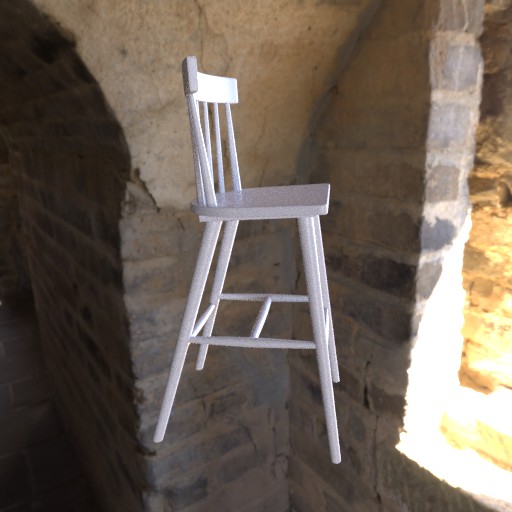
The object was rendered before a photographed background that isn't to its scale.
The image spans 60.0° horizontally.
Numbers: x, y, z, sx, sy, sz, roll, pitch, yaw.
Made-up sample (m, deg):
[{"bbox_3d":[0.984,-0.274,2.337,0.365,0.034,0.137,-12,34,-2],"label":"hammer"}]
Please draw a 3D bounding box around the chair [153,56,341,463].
[{"bbox_3d":[0.000,0.000,1.389,0.572,1.092,0.483,3,16,9],"label":"chair"}]
